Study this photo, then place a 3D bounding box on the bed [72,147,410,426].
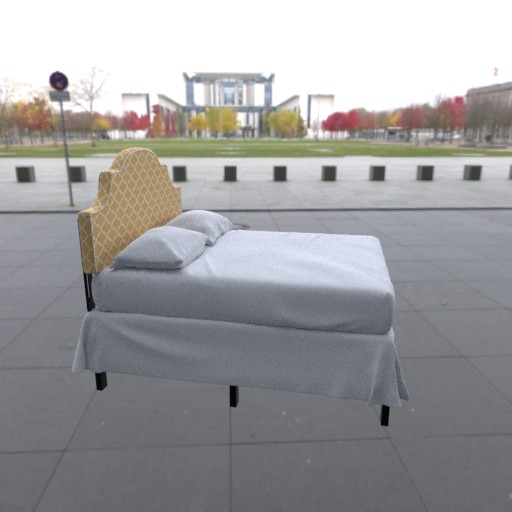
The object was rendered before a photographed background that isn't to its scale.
[{"bbox_3d":[0.000,0.000,3.453,2.222,1.633,1.780,3,16,11],"label":"bed"}]
